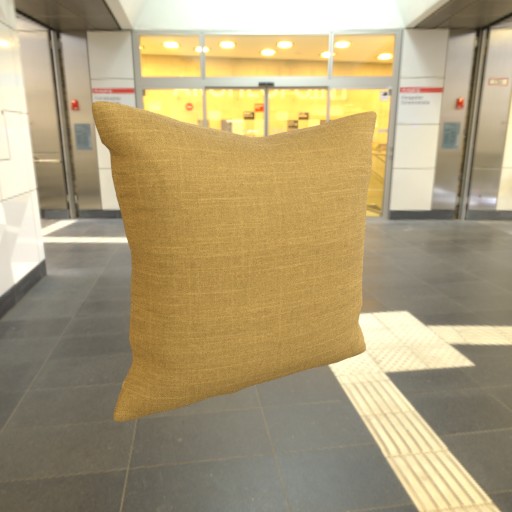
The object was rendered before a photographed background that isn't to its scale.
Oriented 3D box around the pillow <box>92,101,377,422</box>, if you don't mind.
[{"bbox_3d":[0.000,0.000,0.627,0.424,0.400,0.169,-8,17,-27],"label":"pillow"}]
